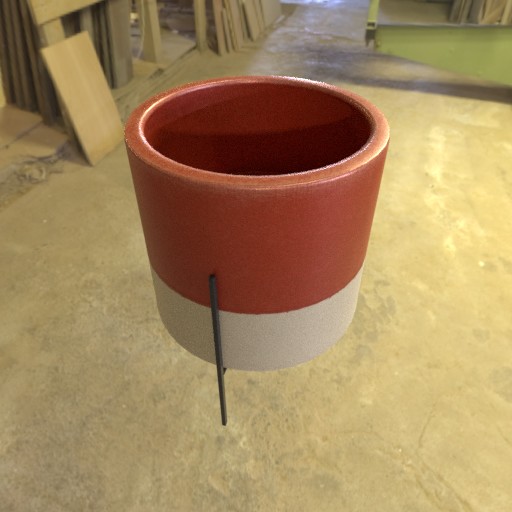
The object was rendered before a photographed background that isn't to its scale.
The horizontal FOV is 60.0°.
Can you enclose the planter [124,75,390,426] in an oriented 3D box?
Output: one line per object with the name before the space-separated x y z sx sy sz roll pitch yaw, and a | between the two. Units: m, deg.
planter | 0.000 0.000 0.726 0.345 0.465 0.354 12 42 14
